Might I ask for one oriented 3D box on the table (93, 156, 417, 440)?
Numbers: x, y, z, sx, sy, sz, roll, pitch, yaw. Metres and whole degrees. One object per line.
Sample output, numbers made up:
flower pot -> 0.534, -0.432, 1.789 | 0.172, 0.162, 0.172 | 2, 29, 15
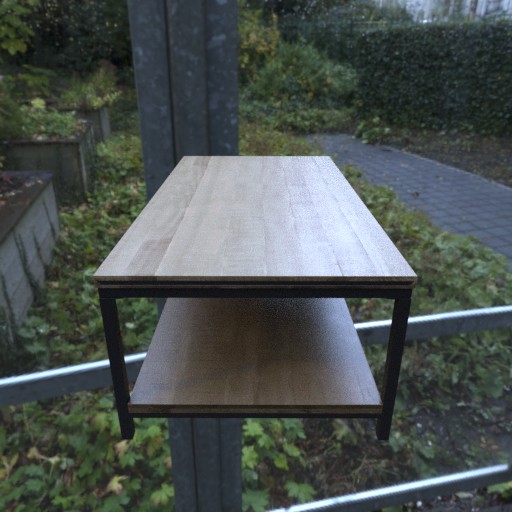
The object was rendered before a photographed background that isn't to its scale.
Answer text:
table -> 0.000, 0.000, 1.348 | 0.574, 0.393, 1.062 | 0, 24, 0
